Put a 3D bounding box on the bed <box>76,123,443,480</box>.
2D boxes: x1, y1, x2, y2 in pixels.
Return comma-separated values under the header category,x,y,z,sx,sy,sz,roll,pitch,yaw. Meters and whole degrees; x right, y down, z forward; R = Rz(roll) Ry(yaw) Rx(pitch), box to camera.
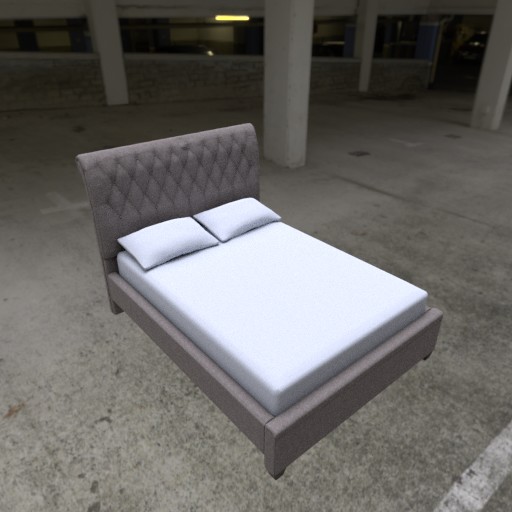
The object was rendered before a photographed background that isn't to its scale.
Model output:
category,x,y,z,sx,sy,sz,roll,pitch,yaw
bed,0.000,0.000,3.328,1.645,1.371,2.252,-22,36,-34
